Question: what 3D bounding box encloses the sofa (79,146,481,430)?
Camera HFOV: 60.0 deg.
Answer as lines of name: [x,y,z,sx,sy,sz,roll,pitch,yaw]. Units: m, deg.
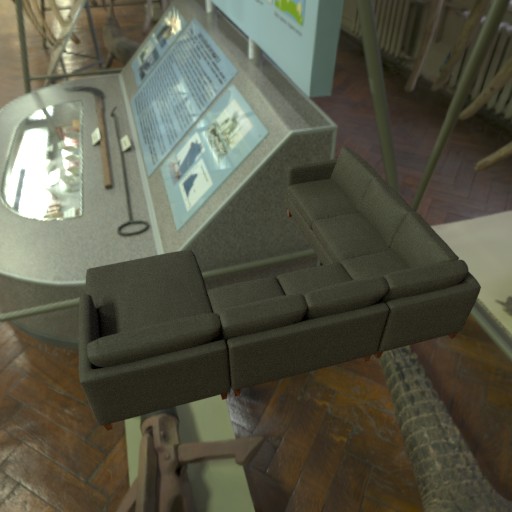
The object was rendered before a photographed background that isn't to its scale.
sofa: [0.000,0.000,4.640,3.460,0.961,2.594,-11,42,-13]
